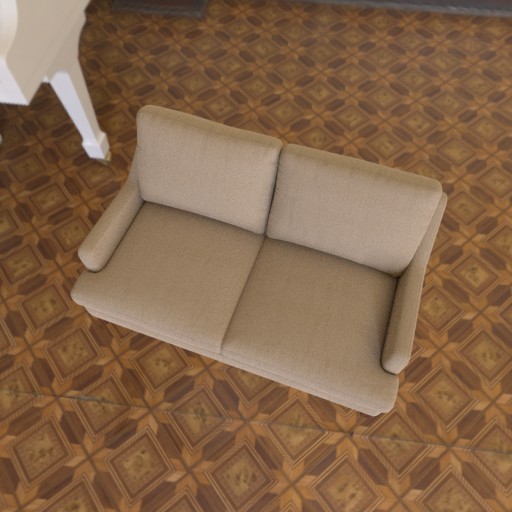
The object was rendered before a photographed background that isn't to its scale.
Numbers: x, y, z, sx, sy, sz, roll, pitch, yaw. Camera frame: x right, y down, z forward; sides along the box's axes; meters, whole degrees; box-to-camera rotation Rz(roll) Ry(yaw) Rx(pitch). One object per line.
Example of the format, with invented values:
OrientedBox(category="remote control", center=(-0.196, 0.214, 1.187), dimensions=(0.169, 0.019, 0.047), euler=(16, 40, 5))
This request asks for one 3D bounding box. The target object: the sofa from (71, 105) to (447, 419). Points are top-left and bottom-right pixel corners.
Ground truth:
OrientedBox(category="sofa", center=(0.000, 0.000, 2.221), dimensions=(1.619, 0.910, 1.004), euler=(17, 61, 10))
